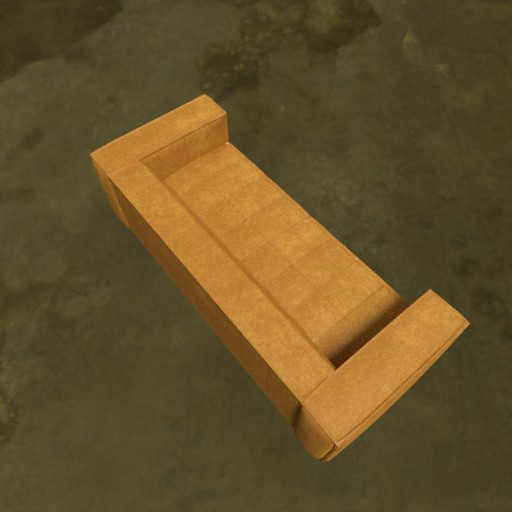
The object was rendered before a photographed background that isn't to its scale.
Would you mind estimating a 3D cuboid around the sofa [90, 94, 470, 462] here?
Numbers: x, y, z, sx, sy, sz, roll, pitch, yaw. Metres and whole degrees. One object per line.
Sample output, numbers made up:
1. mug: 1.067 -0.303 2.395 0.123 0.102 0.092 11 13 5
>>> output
1. sofa: 0.000 0.000 3.114 1.102 0.701 2.581 -35 64 -20
